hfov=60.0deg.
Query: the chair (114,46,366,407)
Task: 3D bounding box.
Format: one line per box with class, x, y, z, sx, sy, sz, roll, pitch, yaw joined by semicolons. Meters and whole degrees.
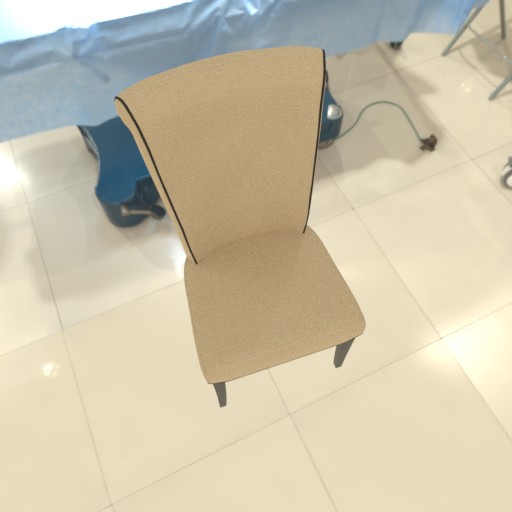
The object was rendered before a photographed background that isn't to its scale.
chair;0.000;0.000;1.359;0.522;0.997;0.623;-16;64;-8
